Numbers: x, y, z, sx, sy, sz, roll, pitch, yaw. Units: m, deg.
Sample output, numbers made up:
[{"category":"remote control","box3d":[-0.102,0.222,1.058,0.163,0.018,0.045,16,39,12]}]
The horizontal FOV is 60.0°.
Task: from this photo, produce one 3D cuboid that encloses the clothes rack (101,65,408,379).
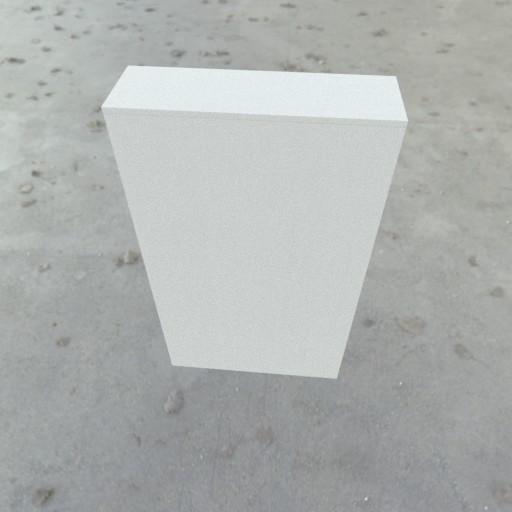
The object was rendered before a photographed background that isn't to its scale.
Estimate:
[{"category":"clothes rack","box3d":[0.000,0.000,1.630,0.750,1.280,0.250,4,47,3]}]
